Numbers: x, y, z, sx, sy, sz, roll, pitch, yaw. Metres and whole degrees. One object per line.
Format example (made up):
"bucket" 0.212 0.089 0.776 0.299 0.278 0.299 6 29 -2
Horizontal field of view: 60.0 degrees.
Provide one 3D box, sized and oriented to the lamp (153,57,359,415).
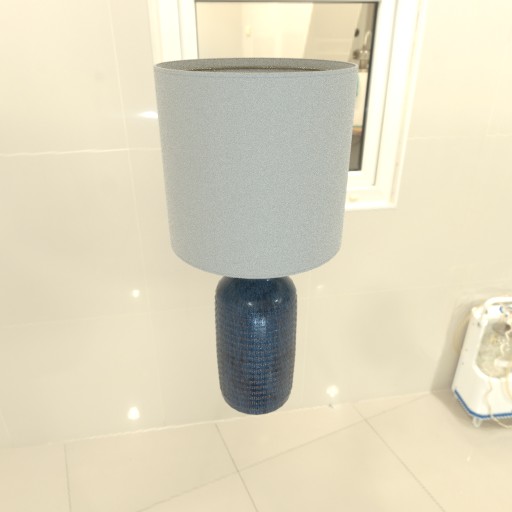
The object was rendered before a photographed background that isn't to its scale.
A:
"lamp" 0.000 0.000 0.595 0.220 0.475 0.220 -8 29 -16
